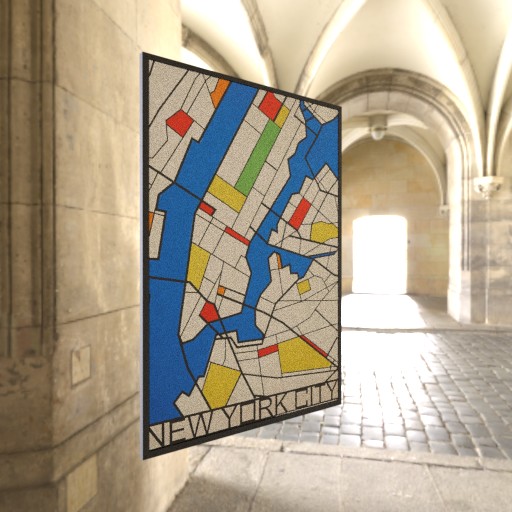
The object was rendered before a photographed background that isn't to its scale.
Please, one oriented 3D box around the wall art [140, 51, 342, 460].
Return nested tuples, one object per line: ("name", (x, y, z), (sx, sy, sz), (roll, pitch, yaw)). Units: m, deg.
("wall art", (0.000, 0.000, 0.850), (0.457, 0.657, 0.013), (0, 0, -36))
